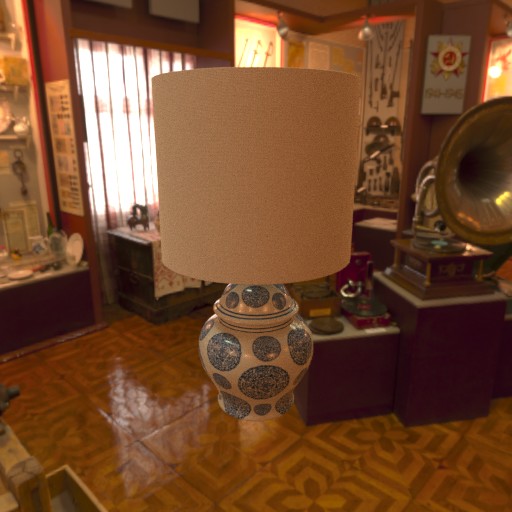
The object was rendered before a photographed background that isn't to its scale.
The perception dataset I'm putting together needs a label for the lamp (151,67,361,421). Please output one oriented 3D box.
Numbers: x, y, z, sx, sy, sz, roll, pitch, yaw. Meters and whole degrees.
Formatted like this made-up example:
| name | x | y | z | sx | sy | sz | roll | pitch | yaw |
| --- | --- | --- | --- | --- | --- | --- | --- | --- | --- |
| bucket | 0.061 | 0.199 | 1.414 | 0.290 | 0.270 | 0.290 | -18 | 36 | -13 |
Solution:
| name | x | y | z | sx | sy | sz | roll | pitch | yaw |
| --- | --- | --- | --- | --- | --- | --- | --- | --- | --- |
| lamp | 0.000 | 0.000 | 0.516 | 0.215 | 0.381 | 0.215 | -15 | 21 | -42 |
